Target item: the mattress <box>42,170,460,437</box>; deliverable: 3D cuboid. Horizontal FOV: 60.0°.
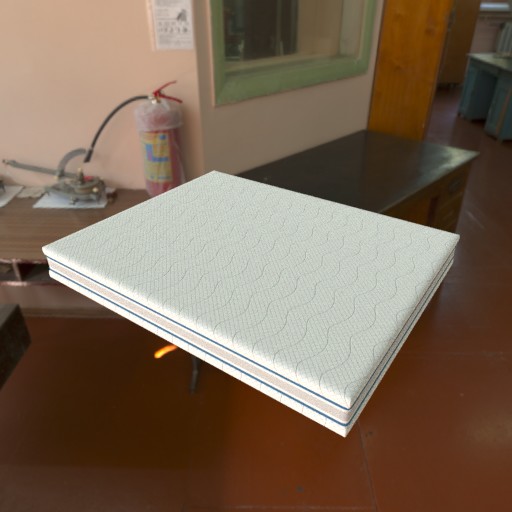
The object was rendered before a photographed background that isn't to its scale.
[{"bbox_3d":[0.000,0.000,2.757,2.000,0.230,1.600,20,36,30],"label":"mattress"}]
